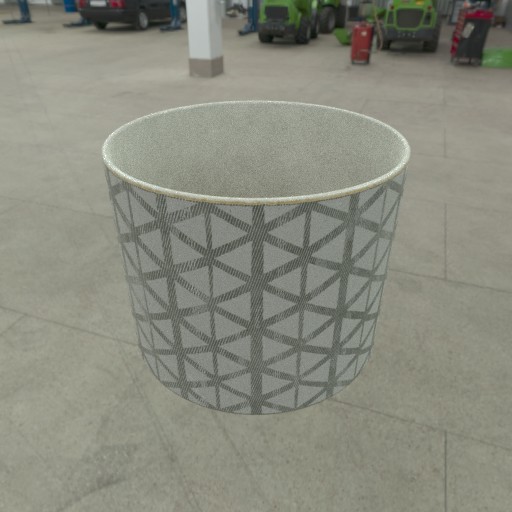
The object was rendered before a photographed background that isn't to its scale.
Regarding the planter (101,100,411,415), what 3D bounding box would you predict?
[{"bbox_3d":[0.000,0.000,0.436,0.250,0.239,0.250,0,33,0],"label":"planter"}]
